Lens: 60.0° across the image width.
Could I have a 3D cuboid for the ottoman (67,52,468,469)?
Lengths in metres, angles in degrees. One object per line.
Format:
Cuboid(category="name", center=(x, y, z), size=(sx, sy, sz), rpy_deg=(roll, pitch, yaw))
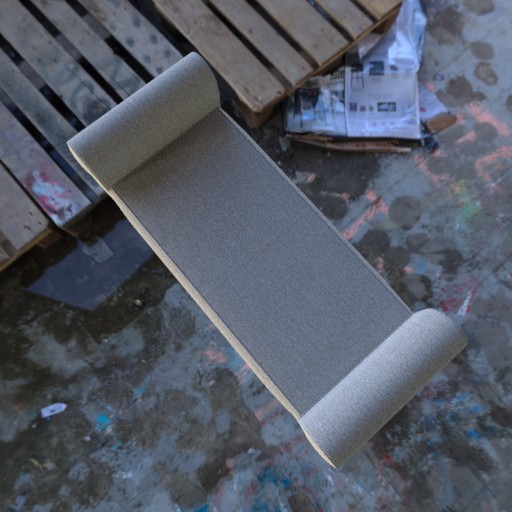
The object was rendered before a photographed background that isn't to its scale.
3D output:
Cuboid(category="ottoman", center=(0.000, 0.000, 1.541), size=(0.521, 0.547, 1.256), rpy_deg=(-40, 80, -9))
